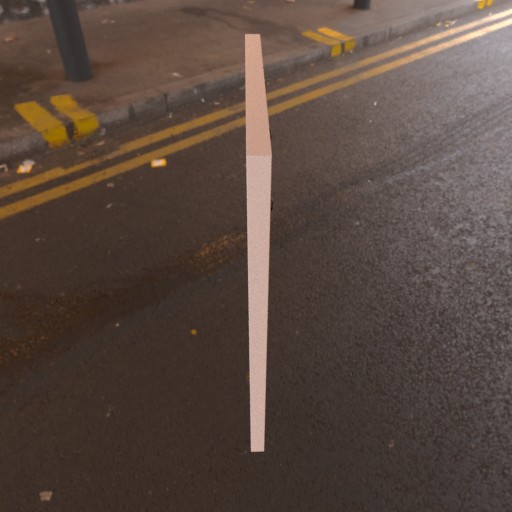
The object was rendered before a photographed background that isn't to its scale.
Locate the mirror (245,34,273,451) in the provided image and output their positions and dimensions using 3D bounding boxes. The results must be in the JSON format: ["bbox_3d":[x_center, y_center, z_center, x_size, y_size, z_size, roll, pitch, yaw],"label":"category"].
[{"bbox_3d":[0.000,0.000,1.161,0.041,0.915,0.609,-1,41,-1],"label":"mirror"}]
